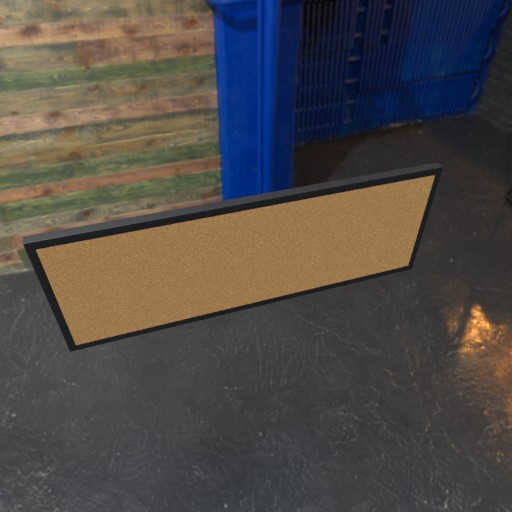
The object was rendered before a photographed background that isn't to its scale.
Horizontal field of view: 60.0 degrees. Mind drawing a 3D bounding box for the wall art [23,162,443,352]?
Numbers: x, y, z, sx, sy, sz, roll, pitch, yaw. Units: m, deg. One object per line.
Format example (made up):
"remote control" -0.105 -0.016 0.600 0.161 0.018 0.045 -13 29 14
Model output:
"wall art" 0.000 0.000 1.787 1.572 0.554 0.041 -12 42 -14
